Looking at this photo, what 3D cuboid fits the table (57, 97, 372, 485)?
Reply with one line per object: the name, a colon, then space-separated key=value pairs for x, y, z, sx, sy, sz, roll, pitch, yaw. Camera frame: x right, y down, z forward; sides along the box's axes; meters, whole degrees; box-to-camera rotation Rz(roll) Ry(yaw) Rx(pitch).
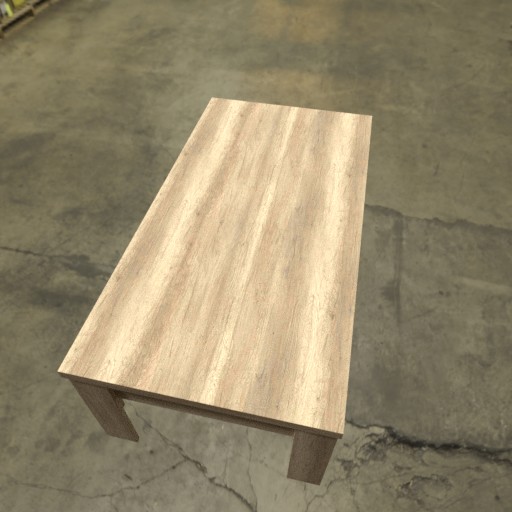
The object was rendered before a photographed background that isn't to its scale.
table: x=0.000 y=0.000 z=1.647 sx=0.700 sy=0.460 sz=1.350 roll=9 pitch=49 yaw=8
